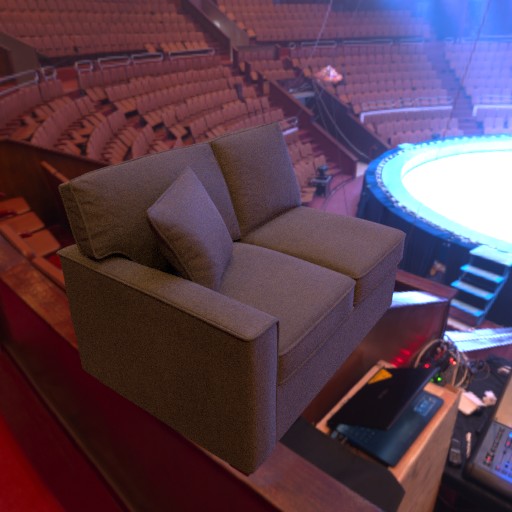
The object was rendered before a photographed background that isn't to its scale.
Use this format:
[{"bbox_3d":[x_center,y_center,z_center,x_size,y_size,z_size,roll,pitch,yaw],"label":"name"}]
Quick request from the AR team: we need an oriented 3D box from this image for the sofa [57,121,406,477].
[{"bbox_3d":[0.000,0.000,2.062,0.991,0.989,1.388,18,31,31],"label":"sofa"}]
